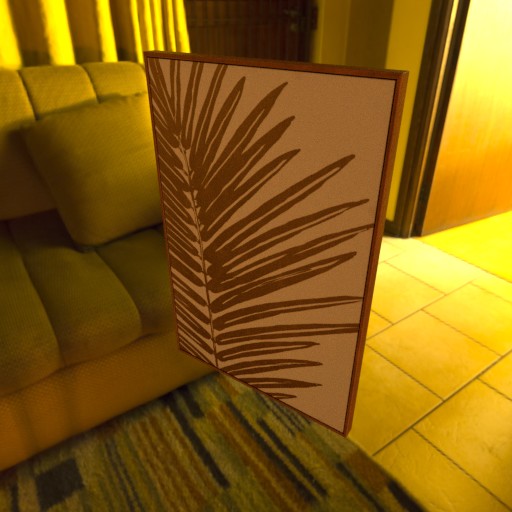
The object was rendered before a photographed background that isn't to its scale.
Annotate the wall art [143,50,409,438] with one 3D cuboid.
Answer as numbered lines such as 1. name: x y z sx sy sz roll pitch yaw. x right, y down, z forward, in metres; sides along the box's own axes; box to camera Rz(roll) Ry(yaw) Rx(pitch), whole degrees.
1. wall art: 0.000 0.000 1.121 0.610 0.914 0.037 19 35 29
